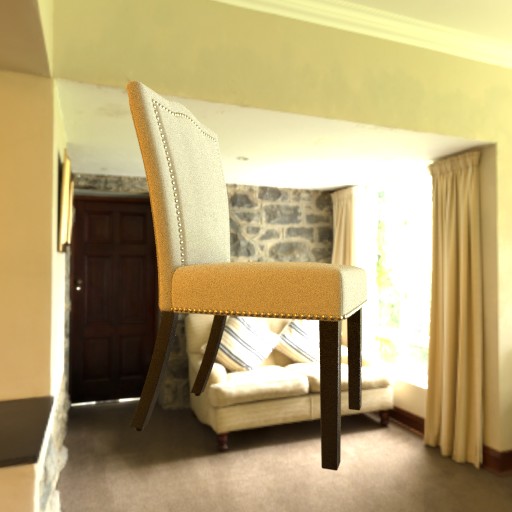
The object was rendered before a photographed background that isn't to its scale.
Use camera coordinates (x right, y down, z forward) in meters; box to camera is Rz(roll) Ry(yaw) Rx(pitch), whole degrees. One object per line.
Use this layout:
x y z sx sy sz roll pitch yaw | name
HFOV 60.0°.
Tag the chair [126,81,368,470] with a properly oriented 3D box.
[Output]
0.000 0.000 1.282 0.589 0.946 0.518 -1 -2 20 | chair
